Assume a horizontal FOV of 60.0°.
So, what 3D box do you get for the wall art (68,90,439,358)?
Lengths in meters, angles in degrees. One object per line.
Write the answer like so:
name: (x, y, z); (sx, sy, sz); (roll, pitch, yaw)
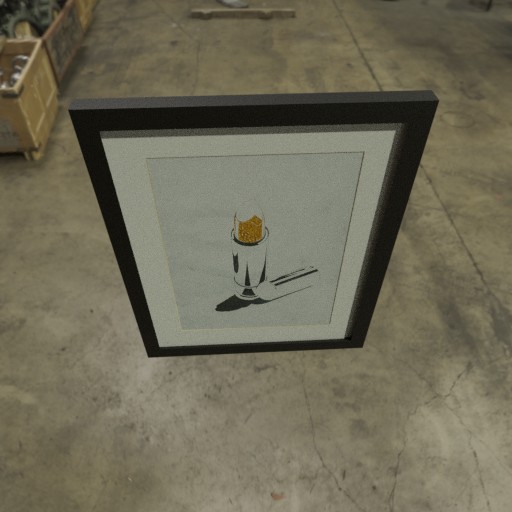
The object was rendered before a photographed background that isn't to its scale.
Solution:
wall art: (0.000, 0.000, 0.754); (0.457, 0.559, 0.029); (-2, 46, -2)
